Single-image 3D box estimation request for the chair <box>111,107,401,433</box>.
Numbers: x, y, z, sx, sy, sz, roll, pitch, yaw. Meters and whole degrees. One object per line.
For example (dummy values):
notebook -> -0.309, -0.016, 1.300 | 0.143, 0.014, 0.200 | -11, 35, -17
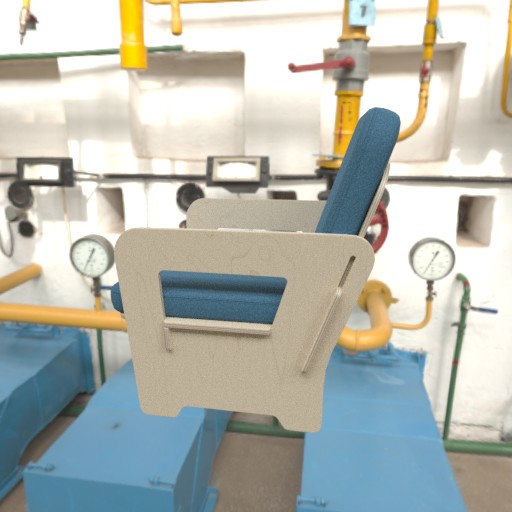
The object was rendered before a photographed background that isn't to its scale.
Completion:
chair -> 0.000, 0.000, 1.205 | 0.657, 0.747, 0.547 | 3, 15, 10
